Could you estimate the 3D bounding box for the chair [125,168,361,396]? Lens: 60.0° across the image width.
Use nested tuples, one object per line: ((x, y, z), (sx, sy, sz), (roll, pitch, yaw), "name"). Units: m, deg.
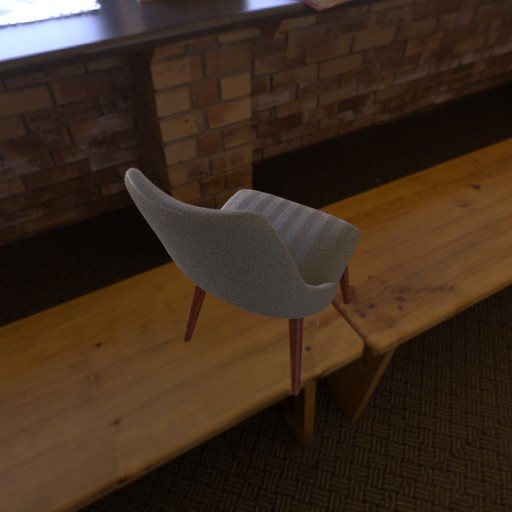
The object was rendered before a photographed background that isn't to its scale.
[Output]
((0.000, 0.000, 1.387), (0.535, 0.918, 0.707), (22, 50, 20), "chair")
